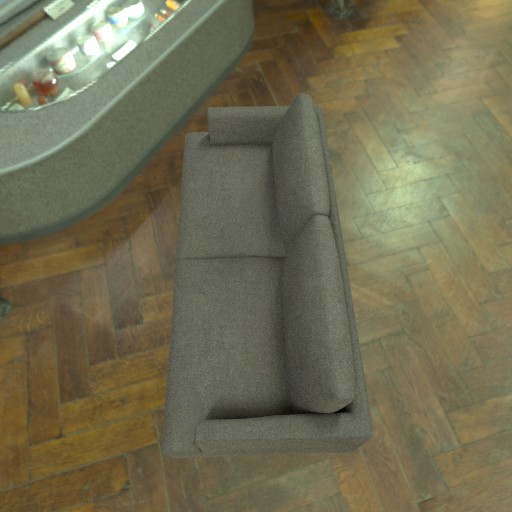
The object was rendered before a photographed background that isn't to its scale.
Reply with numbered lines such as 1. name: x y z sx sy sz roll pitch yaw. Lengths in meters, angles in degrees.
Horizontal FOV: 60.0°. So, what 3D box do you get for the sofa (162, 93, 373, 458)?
1. sofa: 0.000 0.000 2.772 1.020 0.868 2.250 -1 59 -1
